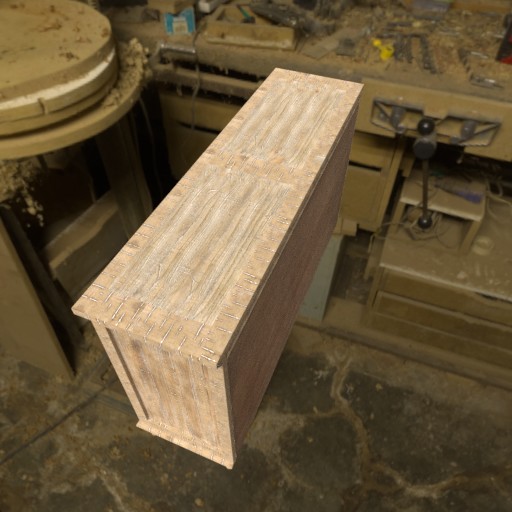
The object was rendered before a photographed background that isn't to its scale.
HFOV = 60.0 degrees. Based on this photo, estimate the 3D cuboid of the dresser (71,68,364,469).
[{"bbox_3d":[0.000,0.000,2.077,0.457,1.016,1.626,17,50,15],"label":"dresser"}]
